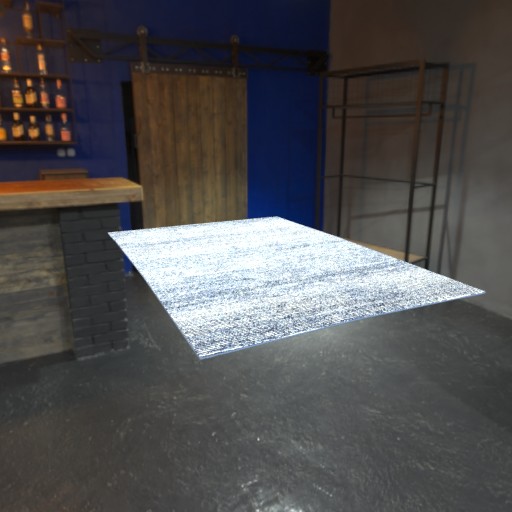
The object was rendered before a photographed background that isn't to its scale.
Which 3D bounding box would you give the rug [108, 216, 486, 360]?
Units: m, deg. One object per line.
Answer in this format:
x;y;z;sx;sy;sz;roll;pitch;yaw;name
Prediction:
0.000;0.000;3.046;1.624;0.030;2.349;-8;18;-25;rug
